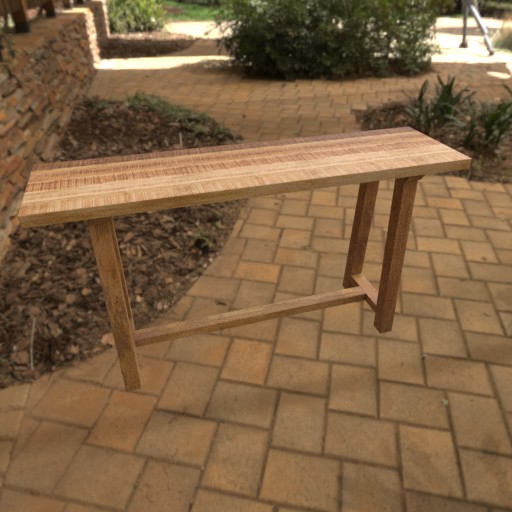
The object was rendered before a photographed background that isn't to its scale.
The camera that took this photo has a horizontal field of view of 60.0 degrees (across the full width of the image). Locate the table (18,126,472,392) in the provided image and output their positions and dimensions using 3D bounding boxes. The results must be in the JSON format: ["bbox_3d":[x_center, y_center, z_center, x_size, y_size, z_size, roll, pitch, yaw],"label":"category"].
[{"bbox_3d":[0.000,0.000,1.814,1.524,0.810,0.405,-10,34,-14],"label":"table"}]
